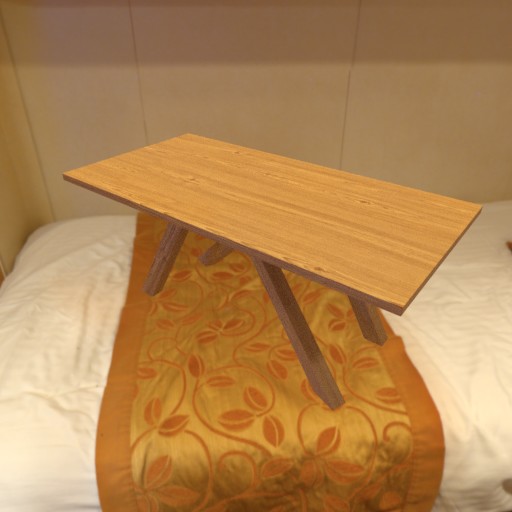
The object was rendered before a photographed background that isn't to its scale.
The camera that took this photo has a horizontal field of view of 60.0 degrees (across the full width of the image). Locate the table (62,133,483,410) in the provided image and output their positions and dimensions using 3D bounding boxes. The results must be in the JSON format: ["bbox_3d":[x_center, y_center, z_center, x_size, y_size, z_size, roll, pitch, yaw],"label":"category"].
[{"bbox_3d":[0.000,0.000,2.285,1.797,0.750,0.901,22,38,31],"label":"table"}]
